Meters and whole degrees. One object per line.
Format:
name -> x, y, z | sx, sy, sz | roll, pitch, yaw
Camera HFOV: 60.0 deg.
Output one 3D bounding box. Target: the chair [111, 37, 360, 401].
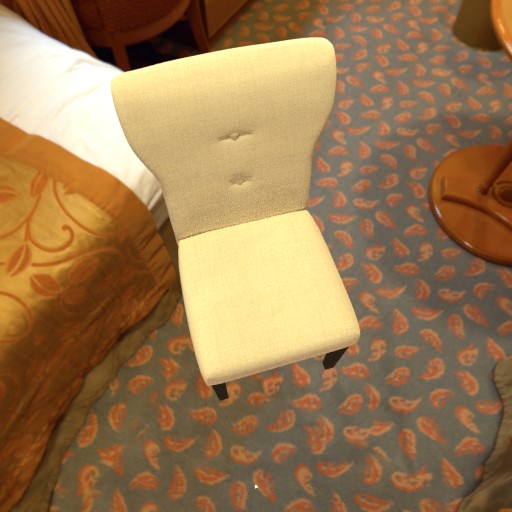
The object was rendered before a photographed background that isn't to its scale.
chair -> 0.000, 0.000, 1.265 | 0.509, 0.921, 0.597 | -14, 63, -7
